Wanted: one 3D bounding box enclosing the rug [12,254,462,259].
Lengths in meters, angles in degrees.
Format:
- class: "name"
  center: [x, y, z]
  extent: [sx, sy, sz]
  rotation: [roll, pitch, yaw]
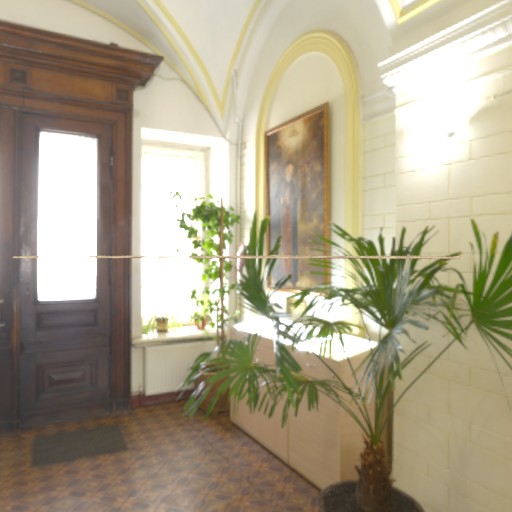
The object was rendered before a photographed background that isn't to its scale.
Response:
- class: "rug"
  center: [0.000, 0.000, 3.208]
  extent: [2.455, 0.025, 1.964]
  rotation: [0, 0, 16]
